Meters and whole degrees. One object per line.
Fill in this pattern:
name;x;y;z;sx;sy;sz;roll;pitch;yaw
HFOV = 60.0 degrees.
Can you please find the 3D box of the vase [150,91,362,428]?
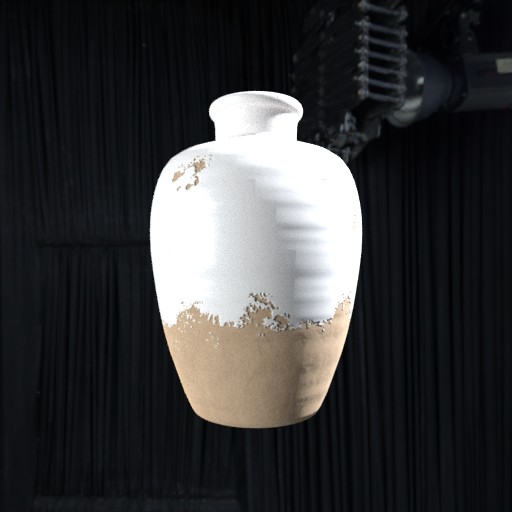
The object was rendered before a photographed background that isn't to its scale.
vase;0.000;0.000;0.340;0.158;0.228;0.158;0;0;0
